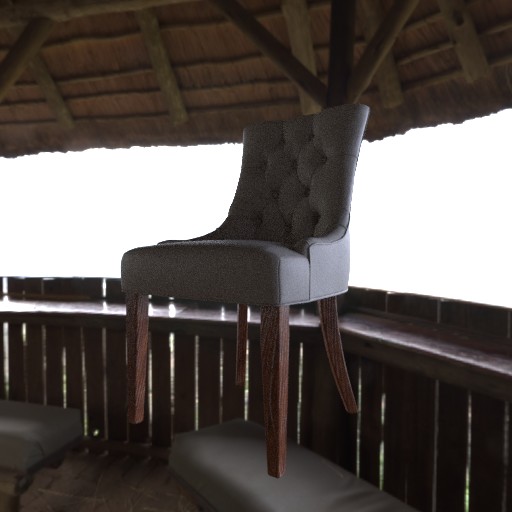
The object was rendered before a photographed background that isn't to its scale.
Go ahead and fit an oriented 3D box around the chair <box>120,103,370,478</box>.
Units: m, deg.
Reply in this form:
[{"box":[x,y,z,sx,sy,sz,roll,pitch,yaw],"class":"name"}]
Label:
[{"box":[0.000,0.000,1.208,0.509,0.874,0.565,1,2,37],"class":"chair"}]
